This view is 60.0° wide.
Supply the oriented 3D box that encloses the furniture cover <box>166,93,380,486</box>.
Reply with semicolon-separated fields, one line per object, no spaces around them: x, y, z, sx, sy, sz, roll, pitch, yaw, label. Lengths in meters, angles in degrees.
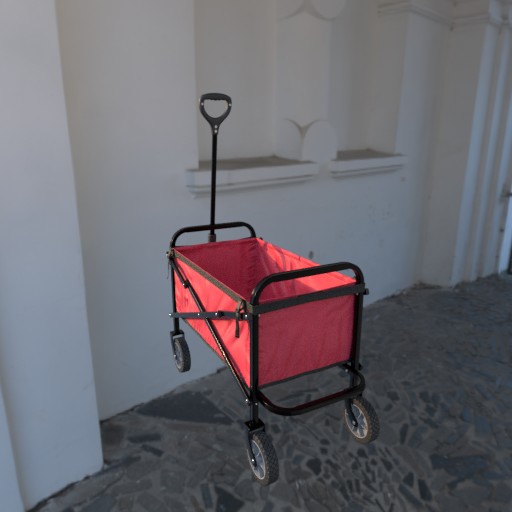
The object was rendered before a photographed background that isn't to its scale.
0.000;0.000;1.795;0.532;1.295;1.038;-8;18;-27;furniture cover
